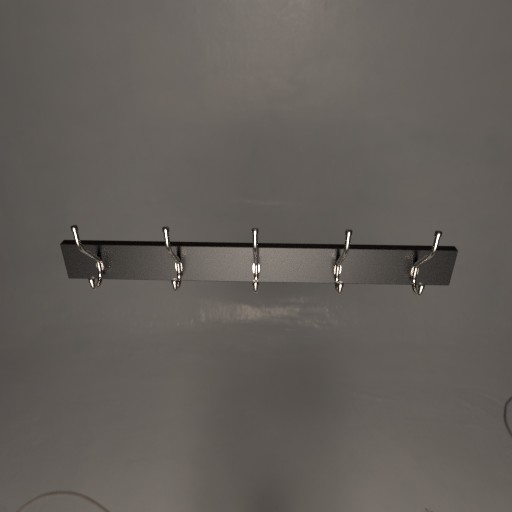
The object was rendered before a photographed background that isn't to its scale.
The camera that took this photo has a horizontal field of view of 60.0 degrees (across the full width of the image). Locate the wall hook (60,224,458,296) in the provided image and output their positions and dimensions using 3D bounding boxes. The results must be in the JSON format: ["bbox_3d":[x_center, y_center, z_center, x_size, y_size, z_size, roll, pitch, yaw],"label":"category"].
[{"bbox_3d":[0.000,0.000,0.619,0.571,0.117,0.071,1,30,2],"label":"wall hook"}]
